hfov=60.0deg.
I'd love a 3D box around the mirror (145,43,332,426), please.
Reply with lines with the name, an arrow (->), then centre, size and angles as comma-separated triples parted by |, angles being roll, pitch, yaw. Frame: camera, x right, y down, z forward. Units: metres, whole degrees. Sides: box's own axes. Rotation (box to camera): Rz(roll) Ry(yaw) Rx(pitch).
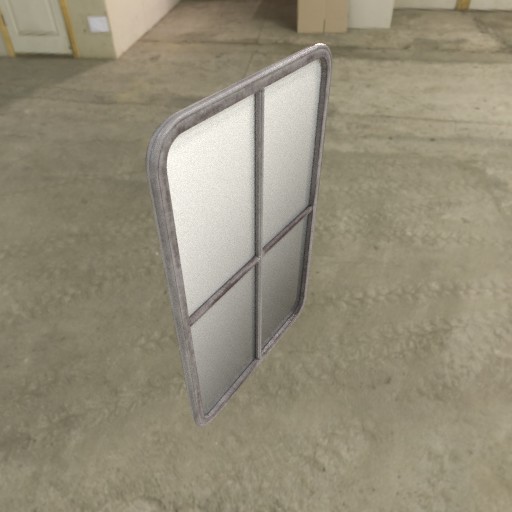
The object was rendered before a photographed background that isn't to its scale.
mirror -> 0.000, 0.000, 0.880 | 0.024, 0.713, 0.461 | 25, 47, 26
